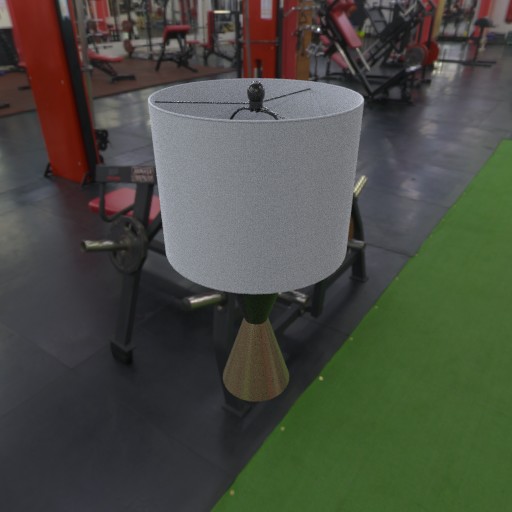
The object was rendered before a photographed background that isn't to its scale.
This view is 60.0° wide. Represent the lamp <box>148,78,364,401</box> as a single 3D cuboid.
[{"bbox_3d":[0.000,0.000,0.771,0.304,0.573,0.304,21,36,32],"label":"lamp"}]
